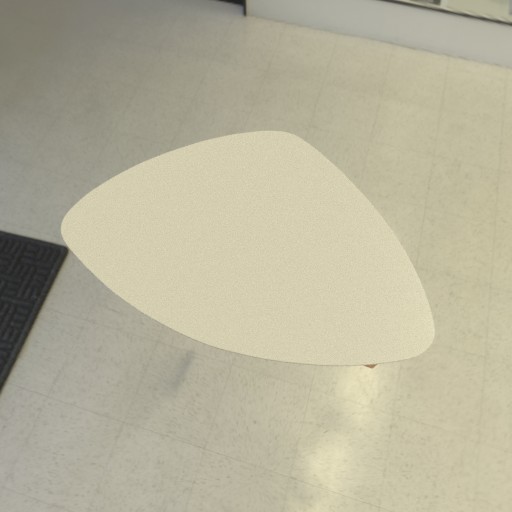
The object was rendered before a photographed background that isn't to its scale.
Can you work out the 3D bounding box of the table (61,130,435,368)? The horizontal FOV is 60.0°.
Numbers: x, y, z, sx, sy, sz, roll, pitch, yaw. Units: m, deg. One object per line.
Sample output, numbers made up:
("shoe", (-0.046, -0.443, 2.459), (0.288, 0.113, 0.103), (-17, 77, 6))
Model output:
("table", (0.000, 0.000, 1.681), (1.250, 0.440, 0.850), (18, 65, 8))
